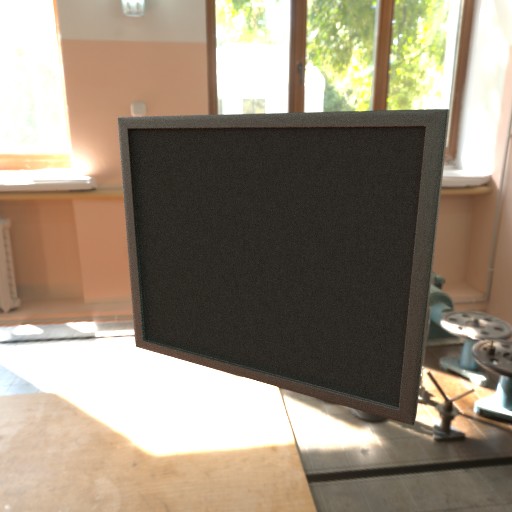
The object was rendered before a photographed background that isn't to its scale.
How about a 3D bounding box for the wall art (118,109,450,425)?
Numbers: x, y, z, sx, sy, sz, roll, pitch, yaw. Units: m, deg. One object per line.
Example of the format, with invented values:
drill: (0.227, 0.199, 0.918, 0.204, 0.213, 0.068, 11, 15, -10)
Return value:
wall art: (0.000, 0.000, 0.749, 0.556, 0.457, 0.028, 8, 17, 27)
